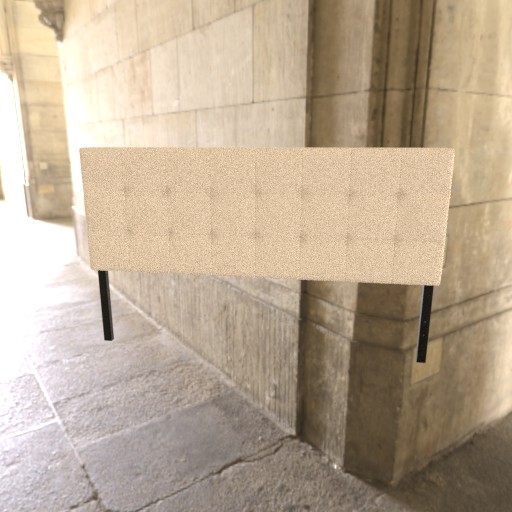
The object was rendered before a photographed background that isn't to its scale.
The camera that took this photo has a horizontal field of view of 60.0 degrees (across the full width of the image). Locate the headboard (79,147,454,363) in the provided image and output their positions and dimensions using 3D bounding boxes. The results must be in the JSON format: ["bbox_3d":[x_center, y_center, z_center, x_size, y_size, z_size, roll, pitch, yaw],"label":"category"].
[{"bbox_3d":[0.000,0.000,2.962,2.362,1.410,0.120,2,15,8],"label":"headboard"}]
